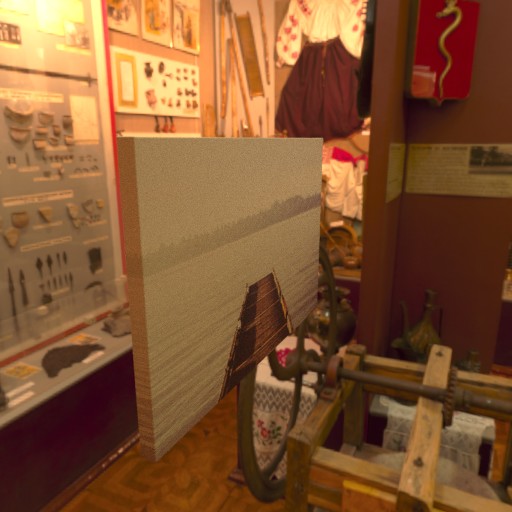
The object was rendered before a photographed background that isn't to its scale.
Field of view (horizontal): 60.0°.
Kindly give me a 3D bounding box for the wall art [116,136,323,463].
[{"bbox_3d":[0.000,0.000,1.177,0.037,0.609,0.916,7,16,26],"label":"wall art"}]
